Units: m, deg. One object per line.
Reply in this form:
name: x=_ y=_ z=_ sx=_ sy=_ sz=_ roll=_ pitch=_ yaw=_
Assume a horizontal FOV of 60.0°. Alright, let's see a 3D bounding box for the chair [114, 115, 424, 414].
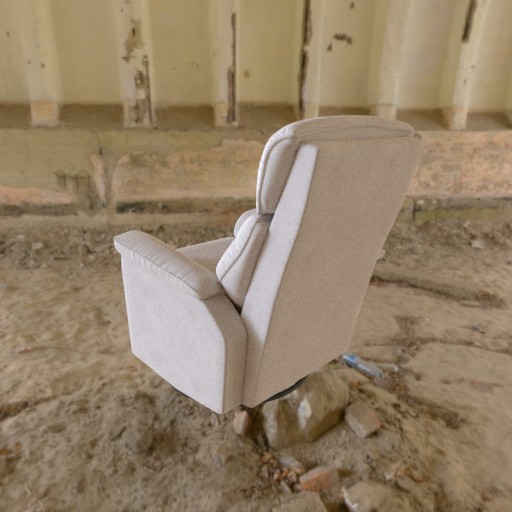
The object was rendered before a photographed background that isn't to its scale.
chair: x=0.000 y=0.000 z=1.726 sx=0.820 sy=1.039 sz=1.001 roll=-16 pitch=23 yaw=-42
